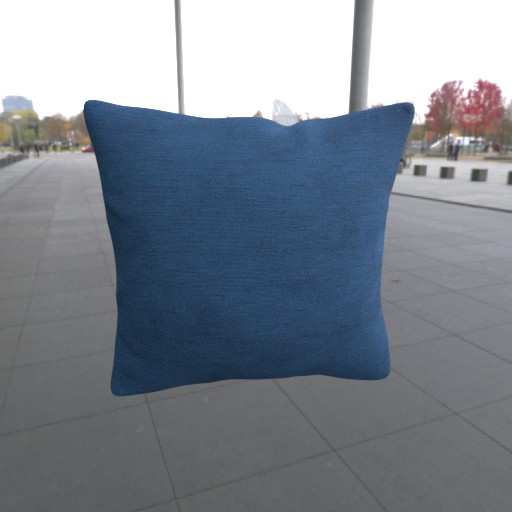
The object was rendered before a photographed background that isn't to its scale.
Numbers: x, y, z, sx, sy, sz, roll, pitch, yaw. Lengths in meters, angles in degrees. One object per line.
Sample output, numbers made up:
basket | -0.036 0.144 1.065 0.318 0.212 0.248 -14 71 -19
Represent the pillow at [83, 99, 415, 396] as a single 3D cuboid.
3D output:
pillow | 0.000 0.000 0.632 0.437 0.420 0.177 -2 14 -7
